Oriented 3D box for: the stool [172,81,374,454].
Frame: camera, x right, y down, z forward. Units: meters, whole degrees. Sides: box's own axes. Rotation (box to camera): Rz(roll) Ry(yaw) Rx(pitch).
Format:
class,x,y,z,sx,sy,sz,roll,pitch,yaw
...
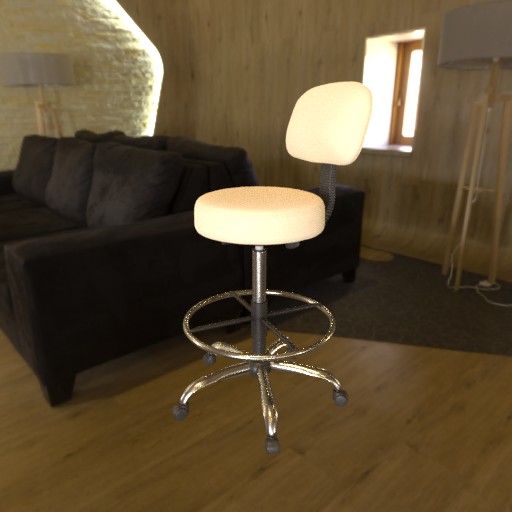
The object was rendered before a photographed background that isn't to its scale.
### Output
class,x,y,z,sx,sy,sz,roll,pitch,yaw
stool,0.000,0.000,1.458,0.616,1.080,0.609,-8,20,-24
